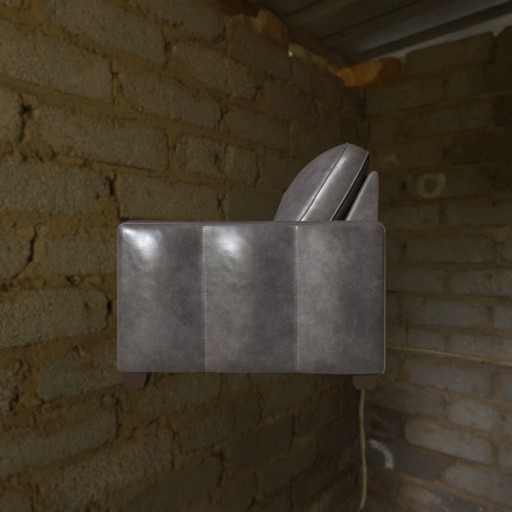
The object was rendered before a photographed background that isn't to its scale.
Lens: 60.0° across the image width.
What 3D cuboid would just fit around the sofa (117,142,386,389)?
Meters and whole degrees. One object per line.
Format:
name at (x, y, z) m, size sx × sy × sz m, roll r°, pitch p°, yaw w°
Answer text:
sofa at (0.000, 0.000, 2.541) m, size 0.939 × 0.916 × 2.081 m, roll 0°, pitch 0°, yaw 1°
